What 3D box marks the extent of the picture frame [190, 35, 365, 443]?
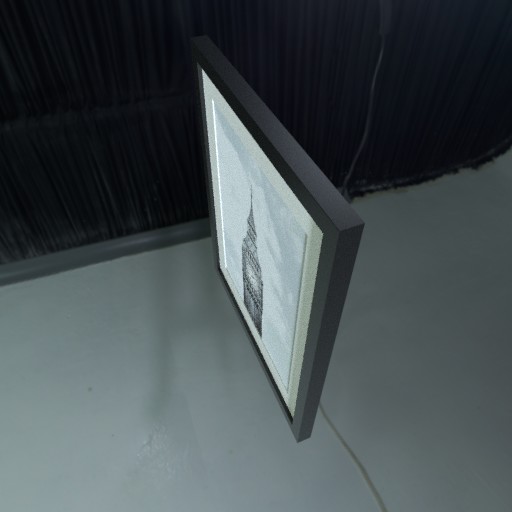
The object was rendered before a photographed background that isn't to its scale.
[{"bbox_3d":[0.000,0.000,0.760,0.028,0.556,0.460,-17,51,-15],"label":"picture frame"}]
